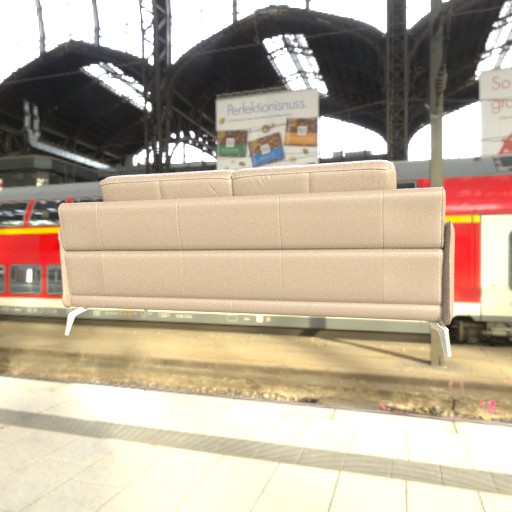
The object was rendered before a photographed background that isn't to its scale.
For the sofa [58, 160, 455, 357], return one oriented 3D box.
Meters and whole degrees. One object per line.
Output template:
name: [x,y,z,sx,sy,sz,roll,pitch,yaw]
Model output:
sofa: [0.000,0.000,2.622,2.101,0.930,1.049,0,0,16]
